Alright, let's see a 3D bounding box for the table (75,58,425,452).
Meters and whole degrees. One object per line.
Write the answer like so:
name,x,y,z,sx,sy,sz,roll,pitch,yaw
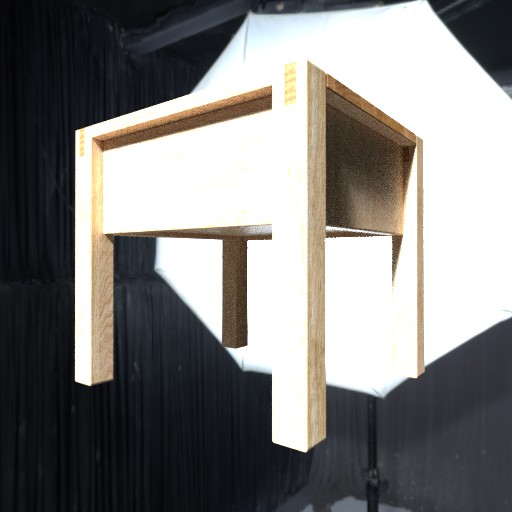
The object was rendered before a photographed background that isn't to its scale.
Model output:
table,0.000,0.000,0.823,0.480,0.450,0.440,0,0,37
